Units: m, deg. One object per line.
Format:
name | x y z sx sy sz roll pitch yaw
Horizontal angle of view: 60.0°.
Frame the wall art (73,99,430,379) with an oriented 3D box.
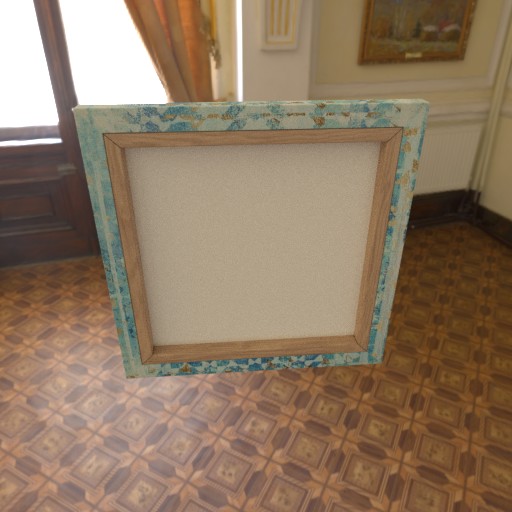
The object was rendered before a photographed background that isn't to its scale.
wall art | 0.000 0.000 0.919 0.609 0.609 0.040 -2 30 -4
